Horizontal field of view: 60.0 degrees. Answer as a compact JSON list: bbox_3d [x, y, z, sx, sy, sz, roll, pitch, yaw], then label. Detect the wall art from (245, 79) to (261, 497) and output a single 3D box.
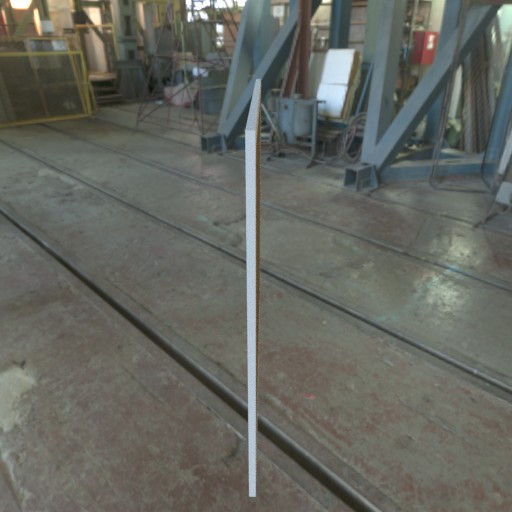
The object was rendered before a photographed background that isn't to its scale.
[{"bbox_3d":[0.000,0.000,1.185,0.015,0.812,0.812,1,27,1],"label":"wall art"}]
